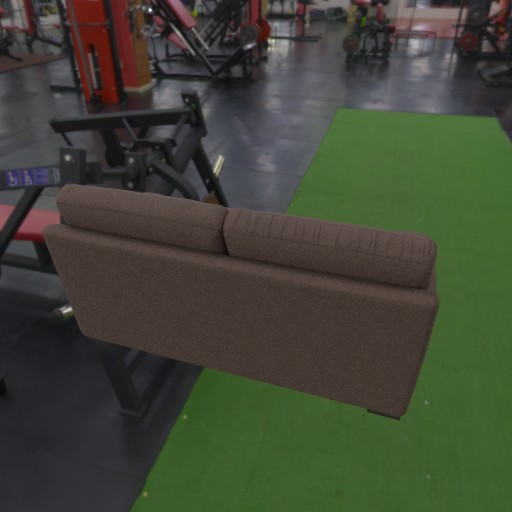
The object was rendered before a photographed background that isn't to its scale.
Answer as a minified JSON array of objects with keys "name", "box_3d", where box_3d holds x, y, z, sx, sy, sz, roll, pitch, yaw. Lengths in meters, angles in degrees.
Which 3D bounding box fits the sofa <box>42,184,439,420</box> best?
[{"name":"sofa","box_3d":[0.000,0.000,2.476,1.869,0.950,1.140,10,34,16]}]
